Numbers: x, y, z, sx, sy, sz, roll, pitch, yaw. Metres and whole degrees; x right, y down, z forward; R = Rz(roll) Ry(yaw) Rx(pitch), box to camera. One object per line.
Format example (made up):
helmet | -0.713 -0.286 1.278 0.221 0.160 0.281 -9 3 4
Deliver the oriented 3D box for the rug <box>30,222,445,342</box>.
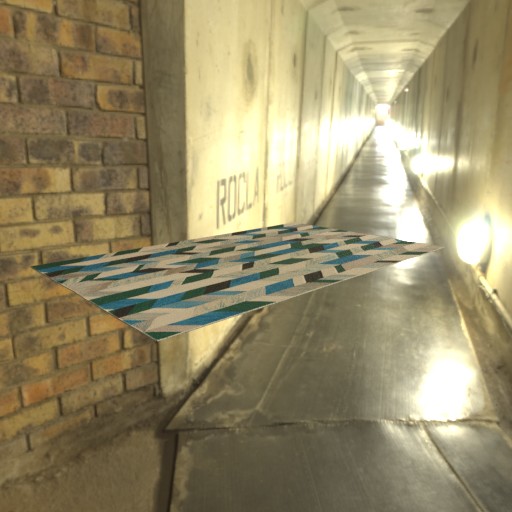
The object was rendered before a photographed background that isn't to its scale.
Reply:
rug | 0.000 0.000 3.016 2.433 0.007 1.507 -12 19 -41
